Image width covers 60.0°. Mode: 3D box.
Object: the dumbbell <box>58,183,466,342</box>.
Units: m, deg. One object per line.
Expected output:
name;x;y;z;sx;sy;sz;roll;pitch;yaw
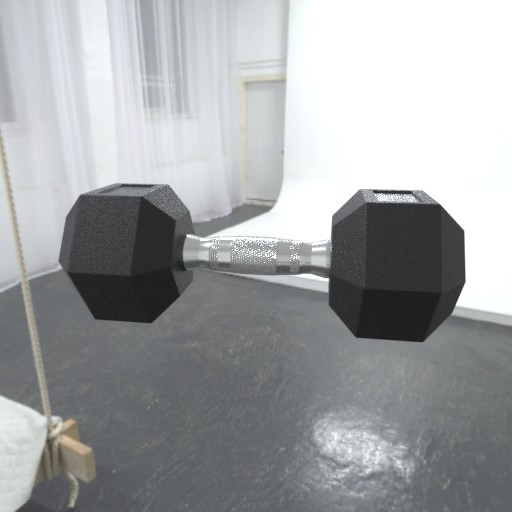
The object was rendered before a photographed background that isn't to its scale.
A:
dumbbell;0.000;0.000;0.424;0.356;0.123;0.141;3;18;8
